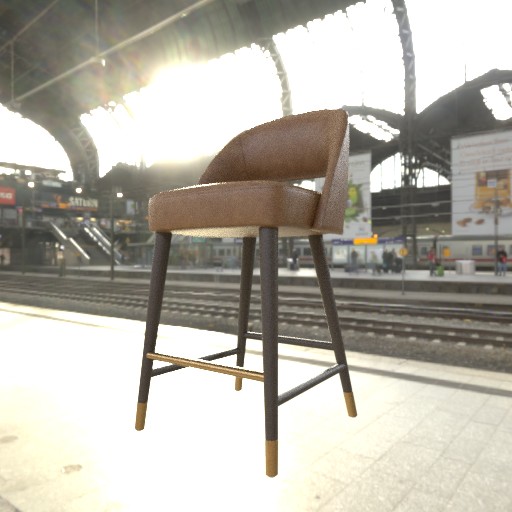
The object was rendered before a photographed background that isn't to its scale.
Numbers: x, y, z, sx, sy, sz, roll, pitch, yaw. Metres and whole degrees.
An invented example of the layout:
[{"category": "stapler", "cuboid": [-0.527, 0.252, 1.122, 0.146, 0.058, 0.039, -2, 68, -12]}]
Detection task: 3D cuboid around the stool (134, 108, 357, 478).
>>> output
[{"category": "stool", "cuboid": [0.000, 0.000, 1.268, 0.494, 0.940, 0.509, 0, 0, 36]}]
